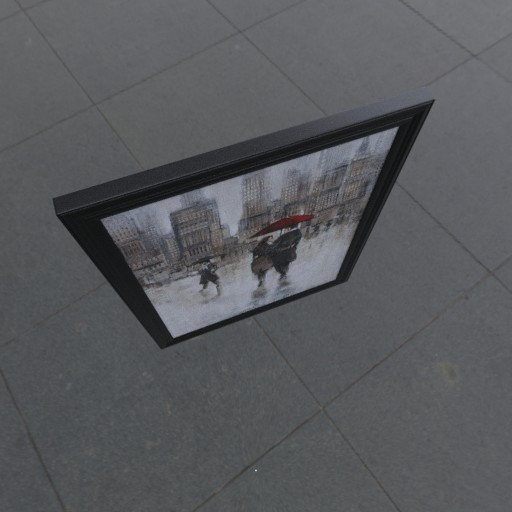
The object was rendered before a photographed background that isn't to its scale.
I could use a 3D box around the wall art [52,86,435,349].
[{"bbox_3d":[0.000,0.000,1.584,0.950,1.194,0.053,-19,66,-9],"label":"wall art"}]
